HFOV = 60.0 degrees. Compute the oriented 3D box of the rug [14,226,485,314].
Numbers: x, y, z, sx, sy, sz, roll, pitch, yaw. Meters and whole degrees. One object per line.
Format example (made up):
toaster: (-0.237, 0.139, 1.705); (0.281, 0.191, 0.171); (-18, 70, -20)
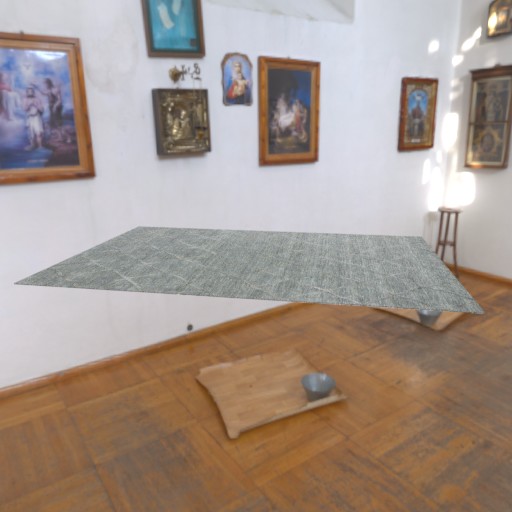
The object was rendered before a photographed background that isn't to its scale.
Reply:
rug: (0.000, 0.000, 2.832); (2.283, 0.006, 1.521); (3, 15, 10)
